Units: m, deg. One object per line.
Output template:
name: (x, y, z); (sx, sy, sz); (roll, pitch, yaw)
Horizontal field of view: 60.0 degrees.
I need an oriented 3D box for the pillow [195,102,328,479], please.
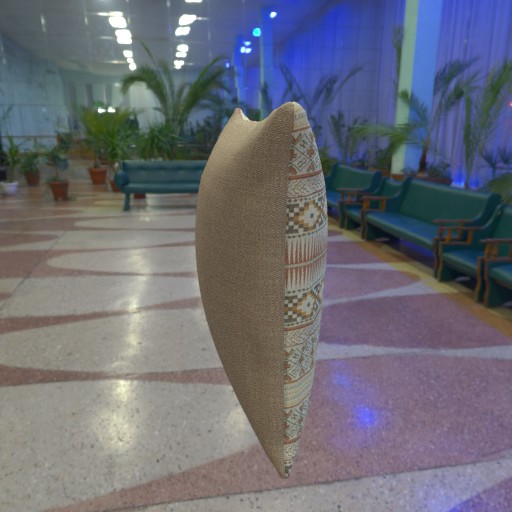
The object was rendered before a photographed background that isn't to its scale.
pillow: (0.000, 0.000, 0.800); (0.215, 0.519, 0.521); (-3, 17, -9)
